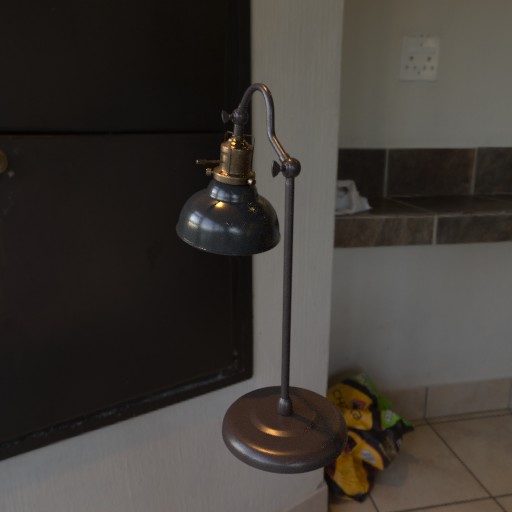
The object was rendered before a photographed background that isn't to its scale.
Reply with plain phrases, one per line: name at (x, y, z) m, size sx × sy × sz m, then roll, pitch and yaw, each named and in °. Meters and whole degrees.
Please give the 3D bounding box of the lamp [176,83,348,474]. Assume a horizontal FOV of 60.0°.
lamp at (0.000, 0.000, 0.695) m, size 0.192 × 0.508 × 0.374 m, roll -8°, pitch 17°, yaw -28°
